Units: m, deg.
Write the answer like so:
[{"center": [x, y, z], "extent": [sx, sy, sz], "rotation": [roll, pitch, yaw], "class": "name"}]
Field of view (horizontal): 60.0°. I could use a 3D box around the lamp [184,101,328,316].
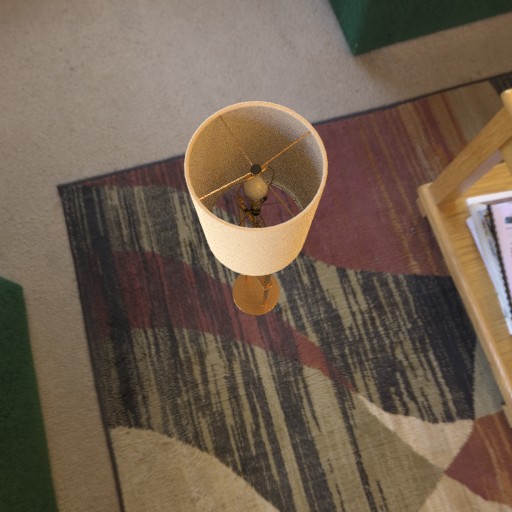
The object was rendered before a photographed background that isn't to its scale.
[{"center": [0.000, 0.000, 1.666], "extent": [0.305, 1.500, 0.306], "rotation": [-33, 77, -8], "class": "lamp"}]
